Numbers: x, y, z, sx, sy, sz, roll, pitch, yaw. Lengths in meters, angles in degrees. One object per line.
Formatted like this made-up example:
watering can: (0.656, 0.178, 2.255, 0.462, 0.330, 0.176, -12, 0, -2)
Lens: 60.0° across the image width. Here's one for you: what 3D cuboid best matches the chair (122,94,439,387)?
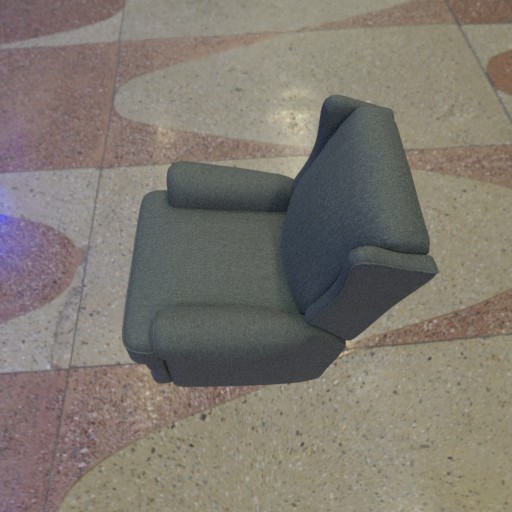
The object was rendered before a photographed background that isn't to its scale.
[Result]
chair: (0.000, 0.000, 1.706, 0.969, 1.011, 0.847, -1, 57, -1)
